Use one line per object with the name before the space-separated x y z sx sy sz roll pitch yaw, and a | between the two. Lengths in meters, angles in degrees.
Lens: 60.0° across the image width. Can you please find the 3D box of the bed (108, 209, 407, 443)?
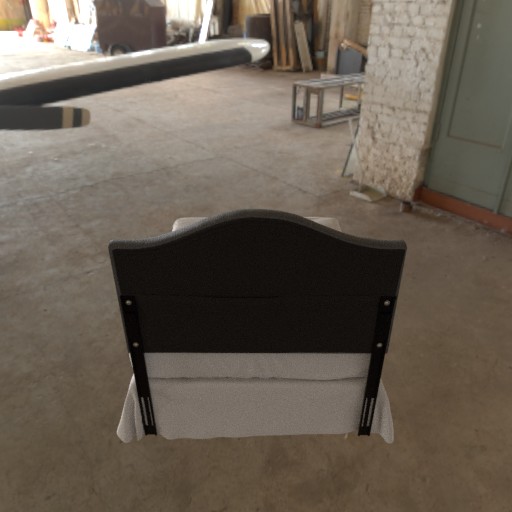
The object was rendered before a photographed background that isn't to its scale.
bed | 0.000 0.000 3.525 1.876 1.645 2.221 0 29 0
